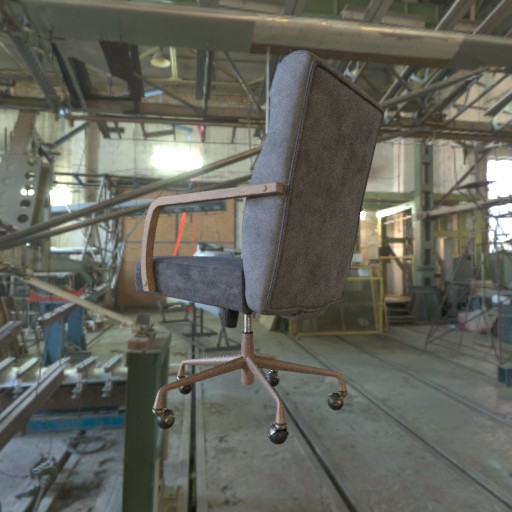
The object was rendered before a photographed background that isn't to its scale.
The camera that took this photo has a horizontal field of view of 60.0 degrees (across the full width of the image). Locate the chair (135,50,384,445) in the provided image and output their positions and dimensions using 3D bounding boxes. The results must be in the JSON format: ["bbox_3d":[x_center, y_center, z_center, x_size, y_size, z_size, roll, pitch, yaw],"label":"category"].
[{"bbox_3d":[0.000,0.000,1.471,0.741,1.029,0.640,-1,-1,37],"label":"chair"}]
